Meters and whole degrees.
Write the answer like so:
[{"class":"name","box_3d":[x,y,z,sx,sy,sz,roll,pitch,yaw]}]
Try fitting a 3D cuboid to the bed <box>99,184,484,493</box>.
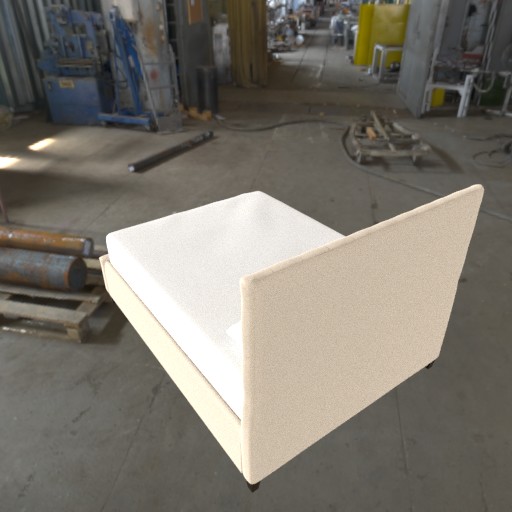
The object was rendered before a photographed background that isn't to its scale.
[{"class":"bed","box_3d":[0.000,0.000,3.252,1.696,1.426,2.233,-21,37,-30]}]
